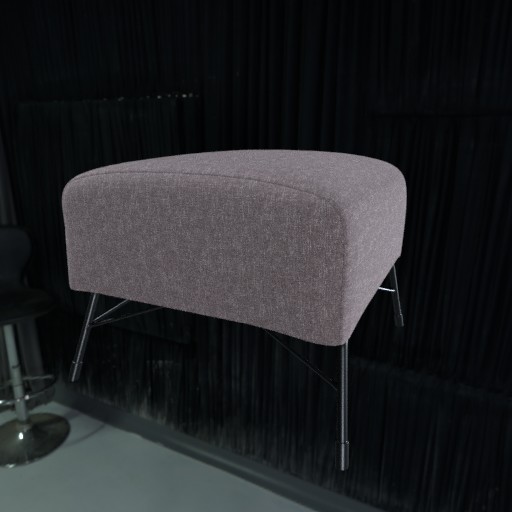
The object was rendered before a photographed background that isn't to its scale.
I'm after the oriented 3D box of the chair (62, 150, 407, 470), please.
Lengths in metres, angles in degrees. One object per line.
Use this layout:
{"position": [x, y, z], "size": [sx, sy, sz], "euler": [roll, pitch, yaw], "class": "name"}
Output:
{"position": [0.000, 0.000, 0.887], "size": [0.530, 0.410, 0.530], "euler": [8, 18, 25], "class": "chair"}
